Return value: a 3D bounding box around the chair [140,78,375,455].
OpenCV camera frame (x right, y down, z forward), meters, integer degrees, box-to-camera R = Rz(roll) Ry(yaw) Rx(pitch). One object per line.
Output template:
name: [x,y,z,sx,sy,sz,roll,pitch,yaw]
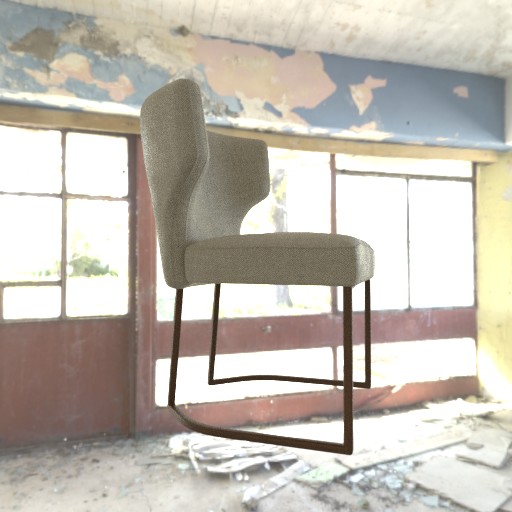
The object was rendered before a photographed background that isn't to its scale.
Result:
chair: [0.000,0.000,1.244,0.617,0.824,0.611,0,-1,19]
